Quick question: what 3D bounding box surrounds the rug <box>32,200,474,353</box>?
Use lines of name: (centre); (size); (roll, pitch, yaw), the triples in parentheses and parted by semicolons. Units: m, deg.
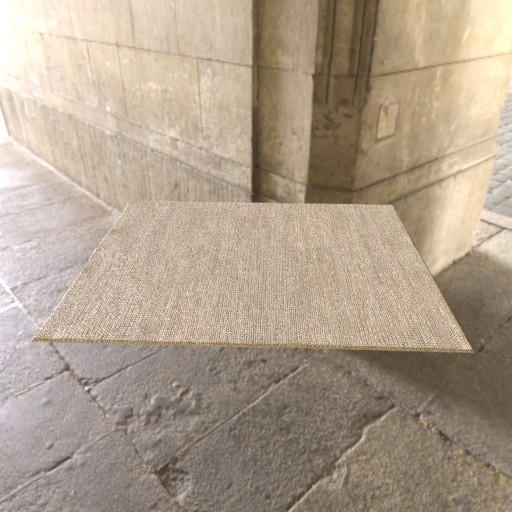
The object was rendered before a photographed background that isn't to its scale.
rug: (0.000, 0.000, 4.081); (3.052, 0.030, 2.429); (1, 31, 2)
